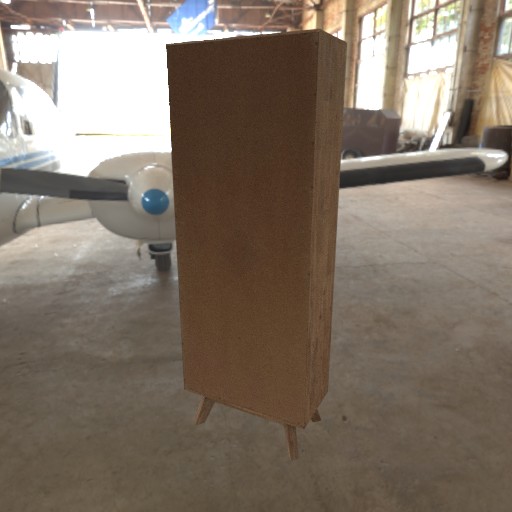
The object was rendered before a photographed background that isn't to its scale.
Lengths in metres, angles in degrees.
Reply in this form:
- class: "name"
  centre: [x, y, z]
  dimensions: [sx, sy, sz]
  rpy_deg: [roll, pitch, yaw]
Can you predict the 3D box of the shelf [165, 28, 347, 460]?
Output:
- class: "shelf"
  centre: [0.000, 0.000, 1.531]
  dimensions: [0.491, 1.342, 0.267]
  rpy_deg: [9, 19, 26]
